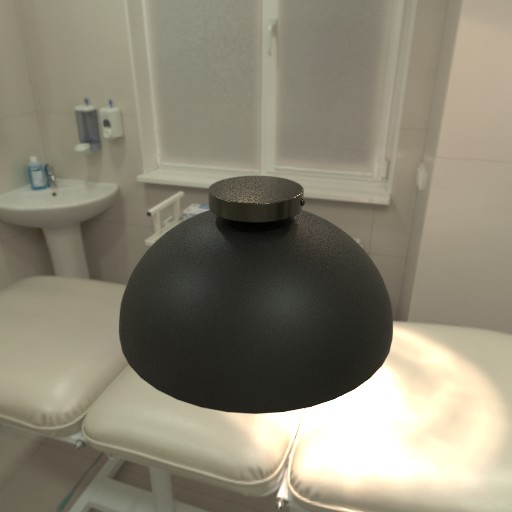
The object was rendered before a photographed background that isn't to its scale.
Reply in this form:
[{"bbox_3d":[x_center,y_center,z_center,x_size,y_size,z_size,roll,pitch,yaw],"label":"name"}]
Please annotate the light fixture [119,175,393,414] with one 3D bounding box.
[{"bbox_3d":[0.000,0.000,0.560,0.355,0.177,0.355,0,26,0],"label":"light fixture"}]
